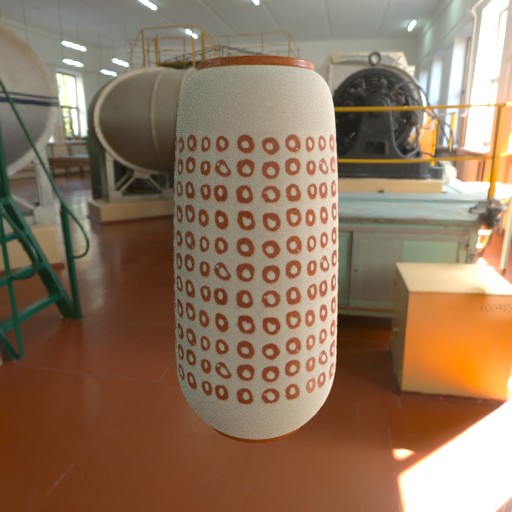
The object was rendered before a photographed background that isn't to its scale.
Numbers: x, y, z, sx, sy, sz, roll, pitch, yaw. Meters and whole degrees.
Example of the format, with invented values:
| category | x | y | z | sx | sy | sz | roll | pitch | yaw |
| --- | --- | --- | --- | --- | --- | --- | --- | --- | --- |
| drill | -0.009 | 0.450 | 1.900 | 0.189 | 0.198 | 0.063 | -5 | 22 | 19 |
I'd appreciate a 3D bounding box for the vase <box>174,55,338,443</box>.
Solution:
| category | x | y | z | sx | sy | sz | roll | pitch | yaw |
| --- | --- | --- | --- | --- | --- | --- | --- | --- | --- |
| vase | 0.000 | 0.000 | 0.352 | 0.133 | 0.282 | 0.133 | 0 | 15 | 0 |
